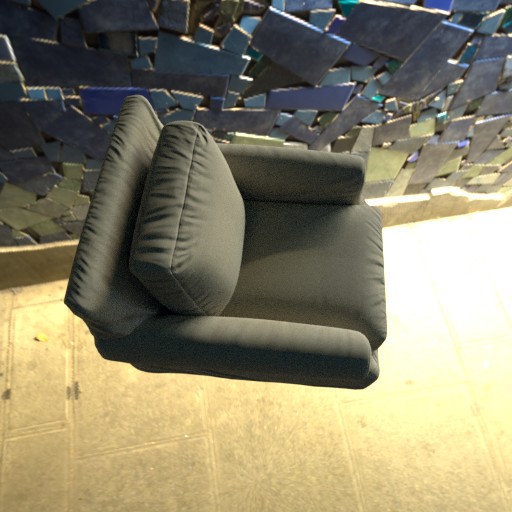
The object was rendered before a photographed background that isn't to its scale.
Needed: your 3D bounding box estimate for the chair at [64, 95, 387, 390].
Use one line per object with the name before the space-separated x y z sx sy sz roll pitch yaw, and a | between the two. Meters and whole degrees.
chair | 0.000 0.000 1.747 1.066 0.866 0.940 4 63 2
